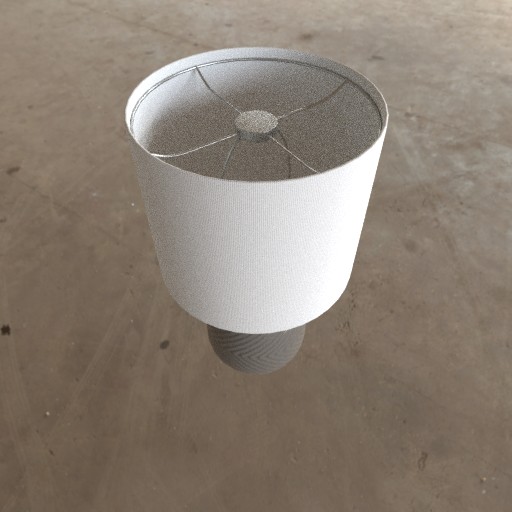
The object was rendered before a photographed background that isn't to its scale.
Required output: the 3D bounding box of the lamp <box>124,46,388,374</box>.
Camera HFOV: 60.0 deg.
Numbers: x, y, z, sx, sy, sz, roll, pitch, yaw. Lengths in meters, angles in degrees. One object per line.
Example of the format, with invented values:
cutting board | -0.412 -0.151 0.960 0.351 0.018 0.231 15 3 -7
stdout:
lamp | 0.000 0.000 0.488 0.207 0.366 0.207 -27 53 -22
